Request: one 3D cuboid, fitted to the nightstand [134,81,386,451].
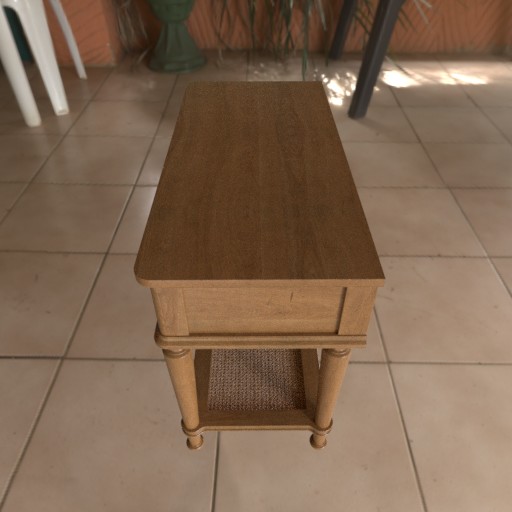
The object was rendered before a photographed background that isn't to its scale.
[{"bbox_3d":[0.000,0.000,1.321,0.432,0.700,0.914,0,41,0],"label":"nightstand"}]
